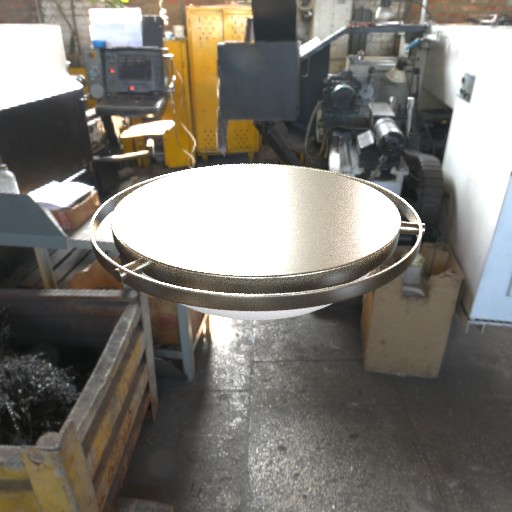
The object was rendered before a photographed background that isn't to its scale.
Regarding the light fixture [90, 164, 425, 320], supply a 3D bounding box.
[{"bbox_3d":[0.000,0.000,0.534,0.361,0.130,0.361,0,28,0],"label":"light fixture"}]
